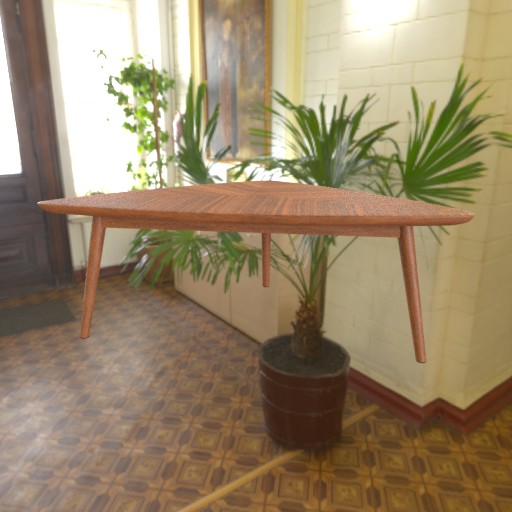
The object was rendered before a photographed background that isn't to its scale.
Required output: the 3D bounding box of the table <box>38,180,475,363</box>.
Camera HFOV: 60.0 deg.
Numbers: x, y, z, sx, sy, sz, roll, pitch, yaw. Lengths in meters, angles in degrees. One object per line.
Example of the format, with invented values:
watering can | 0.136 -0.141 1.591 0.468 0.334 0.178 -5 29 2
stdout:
table | 0.000 0.000 1.276 1.008 0.365 0.601 2 17 8
